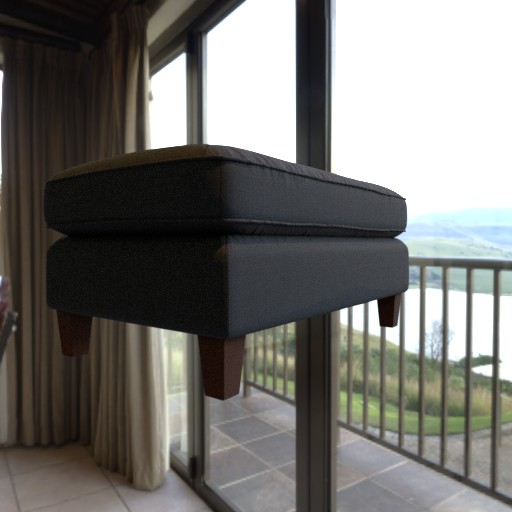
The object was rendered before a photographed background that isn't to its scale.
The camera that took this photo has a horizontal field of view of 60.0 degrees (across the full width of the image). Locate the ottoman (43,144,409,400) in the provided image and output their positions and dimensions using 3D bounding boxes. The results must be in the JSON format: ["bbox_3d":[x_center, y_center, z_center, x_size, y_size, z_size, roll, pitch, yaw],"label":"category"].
[{"bbox_3d":[0.000,0.000,1.168,0.570,0.438,0.885,1,2,37],"label":"ottoman"}]
